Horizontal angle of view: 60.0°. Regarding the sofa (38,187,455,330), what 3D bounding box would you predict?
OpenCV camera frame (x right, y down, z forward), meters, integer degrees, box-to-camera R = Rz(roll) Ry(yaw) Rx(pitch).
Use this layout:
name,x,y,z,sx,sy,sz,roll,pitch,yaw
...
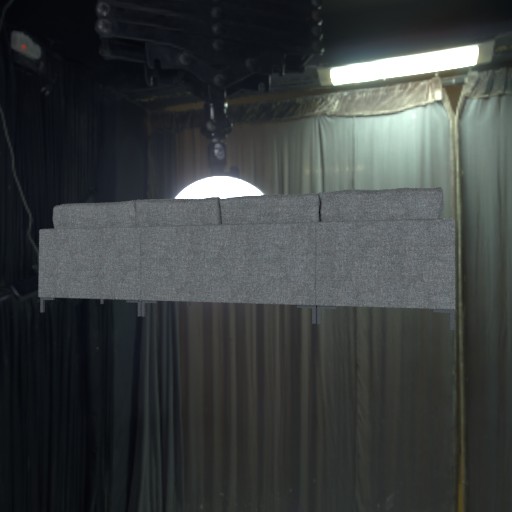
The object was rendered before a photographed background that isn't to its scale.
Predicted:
name,x,y,z,sx,sy,sz,roll,pitch,yaw
sofa,0.000,0.000,4.352,3.423,0.999,2.048,0,-1,17
